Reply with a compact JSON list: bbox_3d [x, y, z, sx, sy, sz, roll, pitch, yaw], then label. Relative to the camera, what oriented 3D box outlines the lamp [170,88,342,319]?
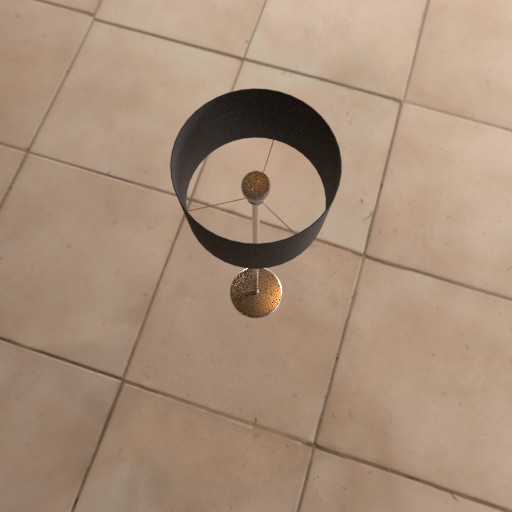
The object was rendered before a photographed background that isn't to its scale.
[{"bbox_3d":[0.000,0.000,1.595,0.348,1.443,0.348,16,75,4],"label":"lamp"}]
